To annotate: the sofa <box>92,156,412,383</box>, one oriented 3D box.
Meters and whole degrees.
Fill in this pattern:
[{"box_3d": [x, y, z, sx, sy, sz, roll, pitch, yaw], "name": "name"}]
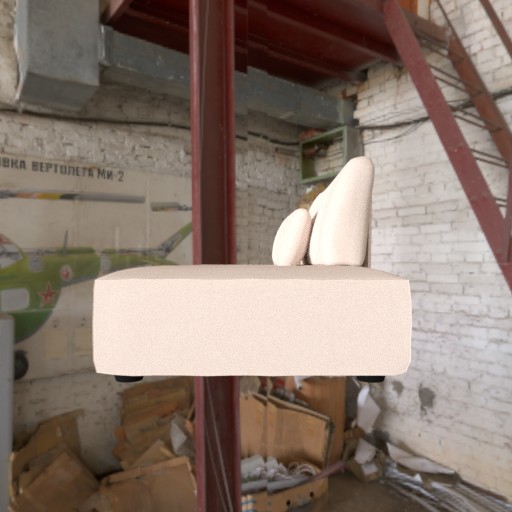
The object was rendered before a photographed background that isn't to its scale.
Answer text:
[{"box_3d": [0.000, 0.000, 2.086, 1.000, 0.820, 1.450, 0, -1, 0], "name": "sofa"}]
